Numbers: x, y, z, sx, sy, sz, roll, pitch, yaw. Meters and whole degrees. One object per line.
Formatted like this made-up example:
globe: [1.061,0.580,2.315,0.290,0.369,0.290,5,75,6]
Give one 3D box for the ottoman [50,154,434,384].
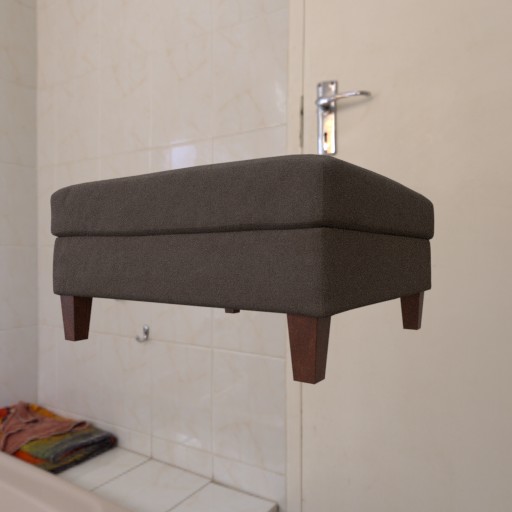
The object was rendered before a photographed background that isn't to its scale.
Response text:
ottoman: [0.000,0.000,1.375,0.881,0.482,0.861,0,0,34]
